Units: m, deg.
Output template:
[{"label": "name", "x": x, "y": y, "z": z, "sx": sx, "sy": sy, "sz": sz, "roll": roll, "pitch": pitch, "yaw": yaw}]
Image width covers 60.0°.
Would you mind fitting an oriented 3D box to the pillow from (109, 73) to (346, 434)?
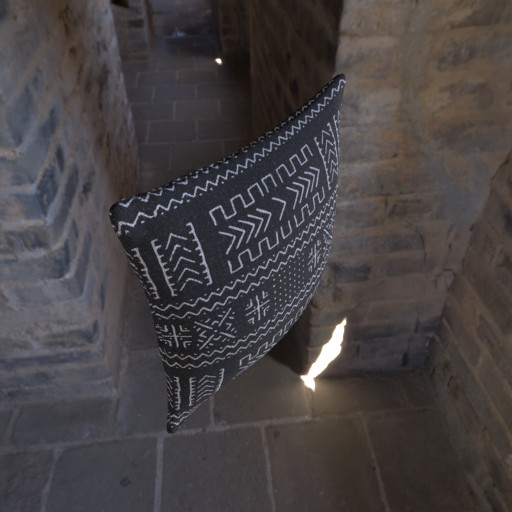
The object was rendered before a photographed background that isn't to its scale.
[{"label": "pillow", "x": 0.000, "y": 0.000, "z": 0.666, "sx": 0.164, "sy": 0.430, "sz": 0.438, "roll": 27, "pitch": 49, "yaw": 26}]
